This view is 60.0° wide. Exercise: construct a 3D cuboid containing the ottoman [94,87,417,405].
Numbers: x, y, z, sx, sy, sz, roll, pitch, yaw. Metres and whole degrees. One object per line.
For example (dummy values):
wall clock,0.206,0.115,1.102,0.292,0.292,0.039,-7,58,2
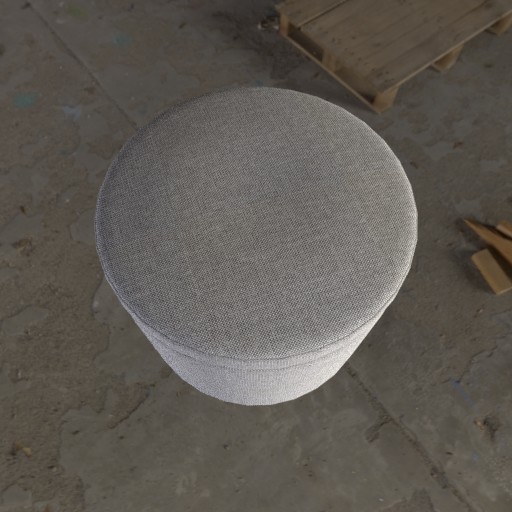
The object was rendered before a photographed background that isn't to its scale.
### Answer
ottoman,0.000,0.000,0.853,0.500,0.419,0.500,0,63,0
